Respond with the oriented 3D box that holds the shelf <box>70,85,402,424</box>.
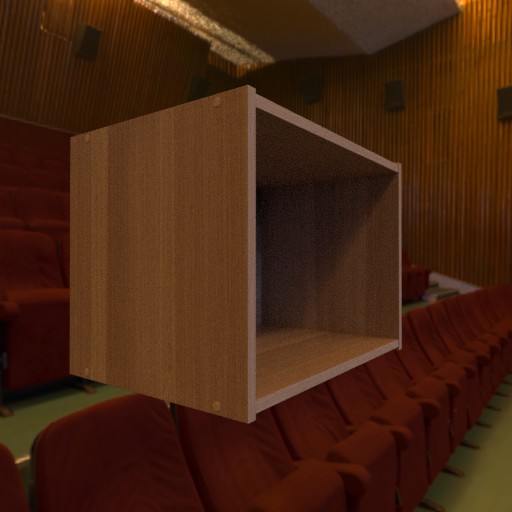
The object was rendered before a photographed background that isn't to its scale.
[{"bbox_3d":[0.000,0.000,0.651,0.290,0.305,0.415,0,-1,37],"label":"shelf"}]
